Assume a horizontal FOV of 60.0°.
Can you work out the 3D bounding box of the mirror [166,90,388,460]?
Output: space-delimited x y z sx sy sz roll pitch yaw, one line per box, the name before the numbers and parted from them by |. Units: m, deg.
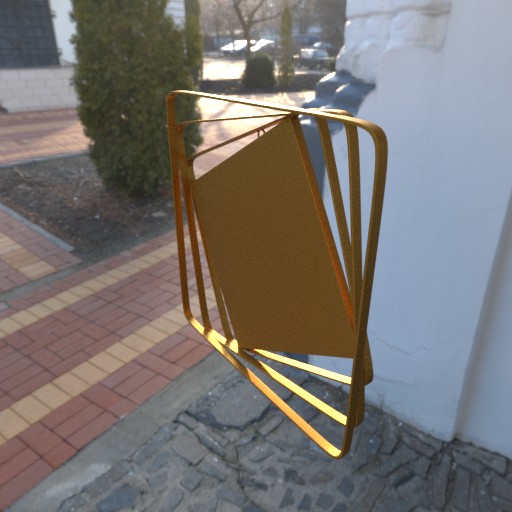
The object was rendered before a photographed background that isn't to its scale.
mirror | 0.000 0.000 0.695 0.045 0.468 0.470 -18 31 -32
